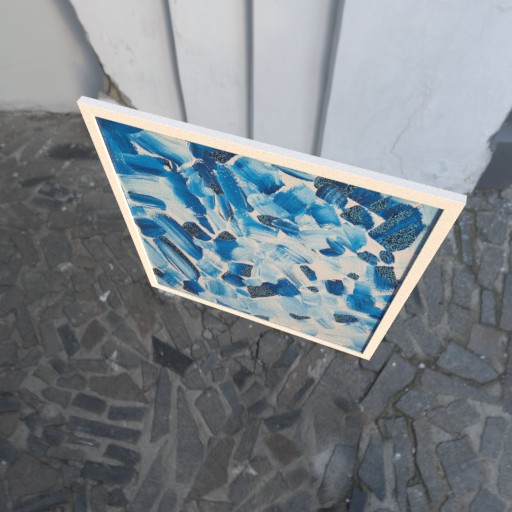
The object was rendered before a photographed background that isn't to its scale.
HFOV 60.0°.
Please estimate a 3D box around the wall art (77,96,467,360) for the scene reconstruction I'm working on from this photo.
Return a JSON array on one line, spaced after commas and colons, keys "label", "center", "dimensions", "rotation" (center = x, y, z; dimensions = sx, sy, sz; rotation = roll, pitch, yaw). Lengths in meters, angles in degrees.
[{"label": "wall art", "center": [0.000, 0.000, 0.687], "dimensions": [0.457, 0.457, 0.012], "rotation": [17, 59, 11]}]
